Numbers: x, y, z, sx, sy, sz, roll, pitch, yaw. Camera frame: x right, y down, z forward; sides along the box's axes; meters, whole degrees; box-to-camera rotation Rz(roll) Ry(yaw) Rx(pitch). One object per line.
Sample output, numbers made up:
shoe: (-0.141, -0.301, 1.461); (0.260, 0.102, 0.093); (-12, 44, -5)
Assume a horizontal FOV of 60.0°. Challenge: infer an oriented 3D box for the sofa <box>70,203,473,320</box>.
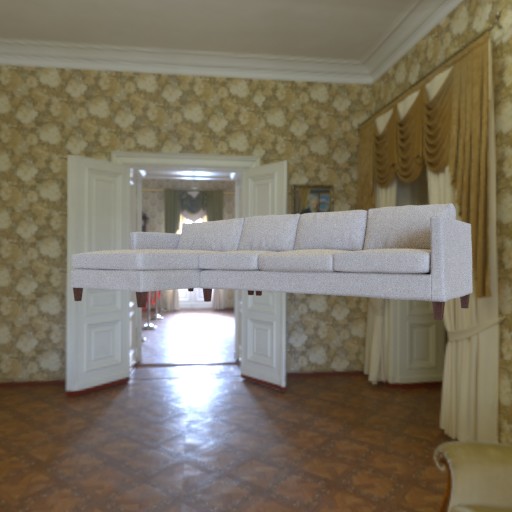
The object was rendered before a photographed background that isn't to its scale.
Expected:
sofa: (0.000, 0.000, 3.882); (3.186, 0.846, 1.625); (0, 0, 36)
